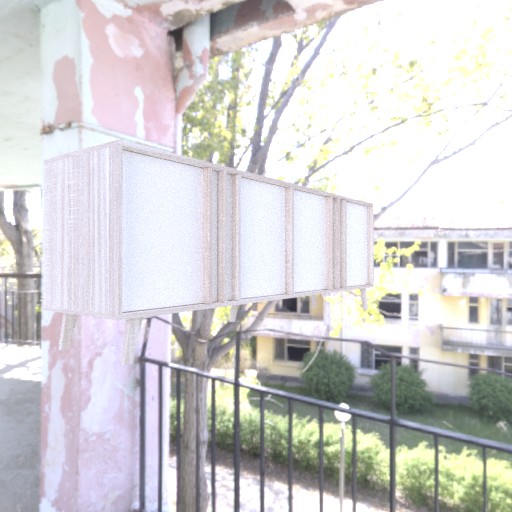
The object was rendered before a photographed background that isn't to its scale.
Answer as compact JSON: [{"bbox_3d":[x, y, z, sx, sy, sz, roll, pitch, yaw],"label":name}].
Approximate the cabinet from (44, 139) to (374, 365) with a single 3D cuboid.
[{"bbox_3d":[0.000,0.000,2.530,0.500,0.780,2.200,0,0,37],"label":"cabinet"}]
